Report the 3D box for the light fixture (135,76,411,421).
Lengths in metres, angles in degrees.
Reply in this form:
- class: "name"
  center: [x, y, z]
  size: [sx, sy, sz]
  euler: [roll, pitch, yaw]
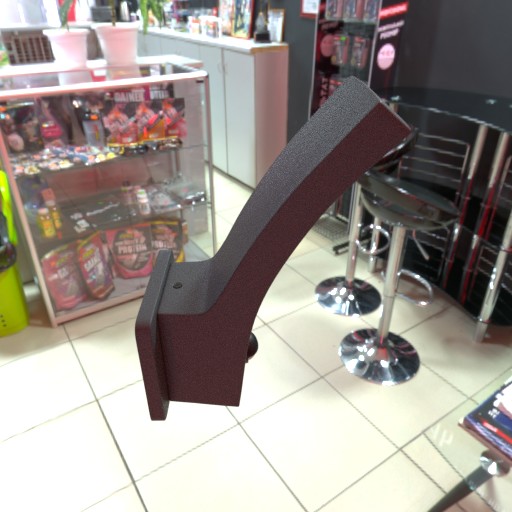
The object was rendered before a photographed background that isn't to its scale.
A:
- class: "light fixture"
  center: [0.000, 0.000, 0.330]
  size: [0.174, 0.243, 0.108]
  euler: [0, 31, -1]
